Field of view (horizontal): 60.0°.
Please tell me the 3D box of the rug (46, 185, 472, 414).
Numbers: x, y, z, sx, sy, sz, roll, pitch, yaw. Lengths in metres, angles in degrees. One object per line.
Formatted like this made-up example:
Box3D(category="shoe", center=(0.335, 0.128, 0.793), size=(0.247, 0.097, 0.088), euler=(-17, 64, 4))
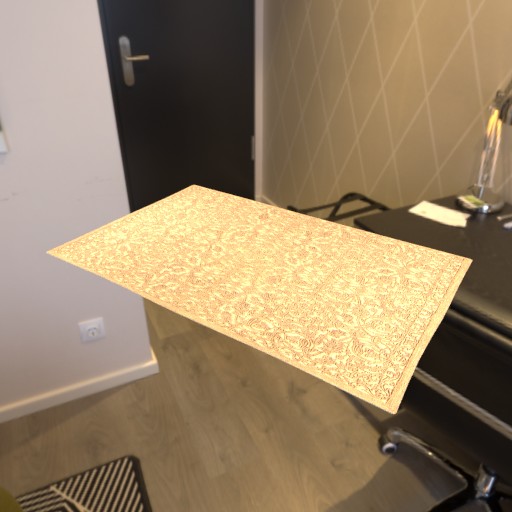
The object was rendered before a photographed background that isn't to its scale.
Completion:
Box3D(category="rug", center=(0.000, 0.000, 2.978), size=(2.435, 0.012, 1.529), euler=(19, 35, 29))
